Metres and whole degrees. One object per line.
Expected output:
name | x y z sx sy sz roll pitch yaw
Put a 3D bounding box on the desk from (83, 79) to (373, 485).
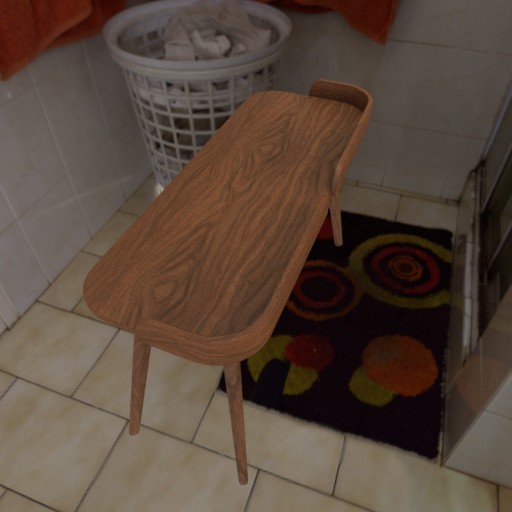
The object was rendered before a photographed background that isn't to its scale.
desk | 0.000 0.000 1.611 0.486 0.800 1.256 16 48 15
